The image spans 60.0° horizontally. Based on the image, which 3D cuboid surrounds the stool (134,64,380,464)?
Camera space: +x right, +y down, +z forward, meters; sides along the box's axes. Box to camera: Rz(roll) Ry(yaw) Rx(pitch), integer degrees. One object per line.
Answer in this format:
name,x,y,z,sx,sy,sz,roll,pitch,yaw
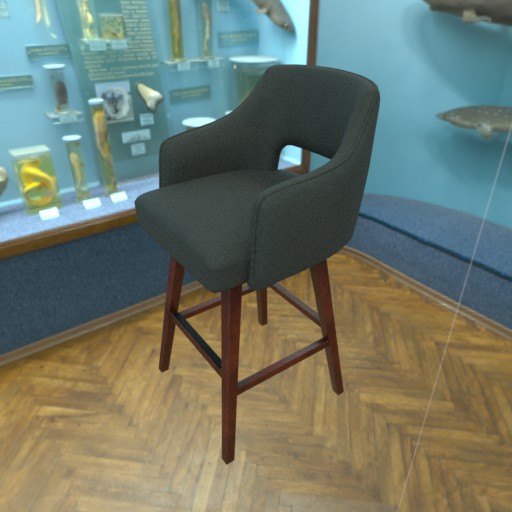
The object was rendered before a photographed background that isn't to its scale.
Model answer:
stool,0.000,0.000,1.339,0.558,1.012,0.548,-20,36,-30
